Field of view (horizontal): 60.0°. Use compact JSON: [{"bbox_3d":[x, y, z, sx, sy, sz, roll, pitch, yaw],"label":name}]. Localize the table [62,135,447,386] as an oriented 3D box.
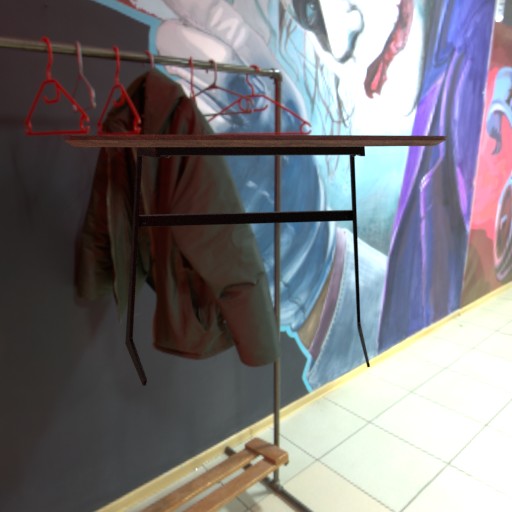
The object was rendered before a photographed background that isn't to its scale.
[{"bbox_3d":[0.000,0.000,1.102,0.804,0.576,0.361,-2,15,-9],"label":"table"}]
